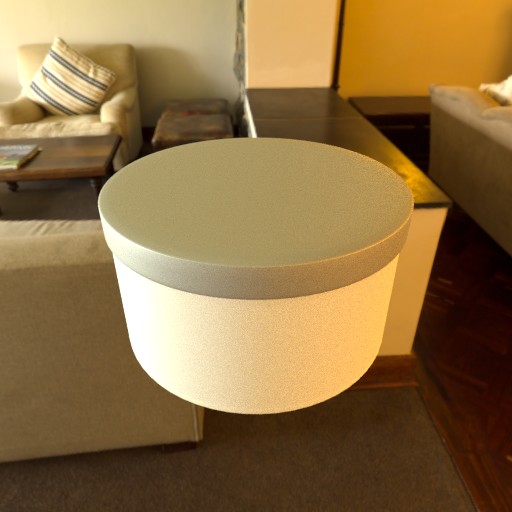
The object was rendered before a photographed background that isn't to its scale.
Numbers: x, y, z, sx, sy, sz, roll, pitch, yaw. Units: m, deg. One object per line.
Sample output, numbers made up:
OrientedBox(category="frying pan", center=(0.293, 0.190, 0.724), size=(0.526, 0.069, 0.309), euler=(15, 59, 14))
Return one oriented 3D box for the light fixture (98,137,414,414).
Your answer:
OrientedBox(category="light fixture", center=(0.000, 0.000, 0.635), size=(0.393, 0.229, 0.393), euler=(0, 32, 0))
